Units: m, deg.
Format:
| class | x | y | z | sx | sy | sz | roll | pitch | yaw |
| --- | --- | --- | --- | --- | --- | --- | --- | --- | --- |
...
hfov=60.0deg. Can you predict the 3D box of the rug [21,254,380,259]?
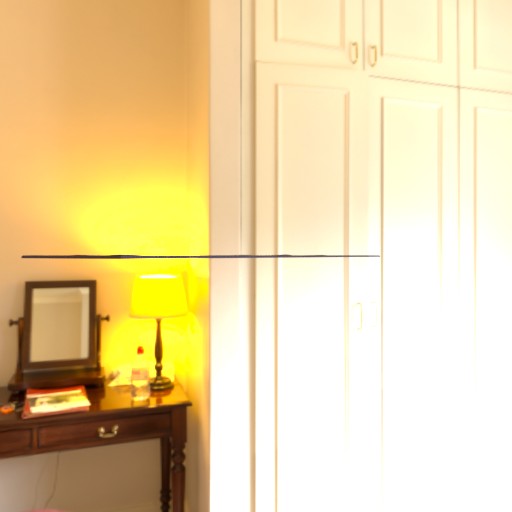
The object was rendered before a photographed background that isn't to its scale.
| class | x | y | z | sx | sy | sz | roll | pitch | yaw |
| --- | --- | --- | --- | --- | --- | --- | --- | --- | --- |
| rug | 0.000 | 0.000 | 2.458 | 0.602 | 0.016 | 2.283 | 0 | 0 | 35 |
